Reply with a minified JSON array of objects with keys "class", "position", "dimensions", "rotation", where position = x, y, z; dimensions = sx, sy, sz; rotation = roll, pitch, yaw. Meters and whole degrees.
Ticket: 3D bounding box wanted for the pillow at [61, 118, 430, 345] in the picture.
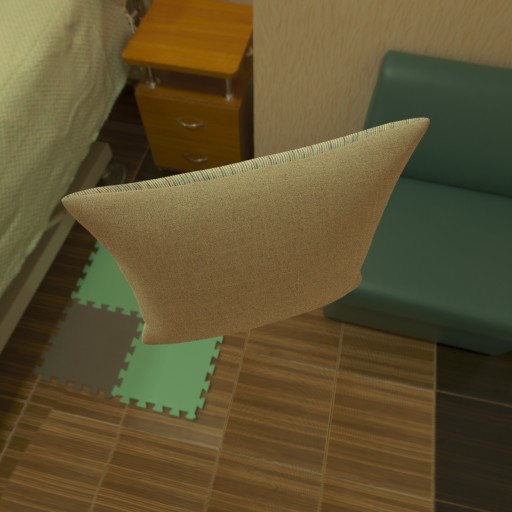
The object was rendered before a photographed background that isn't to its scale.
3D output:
[{"class":"pillow","position":[0.000,0.000,0.794],"dimensions":[0.512,0.506,0.178],"rotation":[-14,59,-9]}]
